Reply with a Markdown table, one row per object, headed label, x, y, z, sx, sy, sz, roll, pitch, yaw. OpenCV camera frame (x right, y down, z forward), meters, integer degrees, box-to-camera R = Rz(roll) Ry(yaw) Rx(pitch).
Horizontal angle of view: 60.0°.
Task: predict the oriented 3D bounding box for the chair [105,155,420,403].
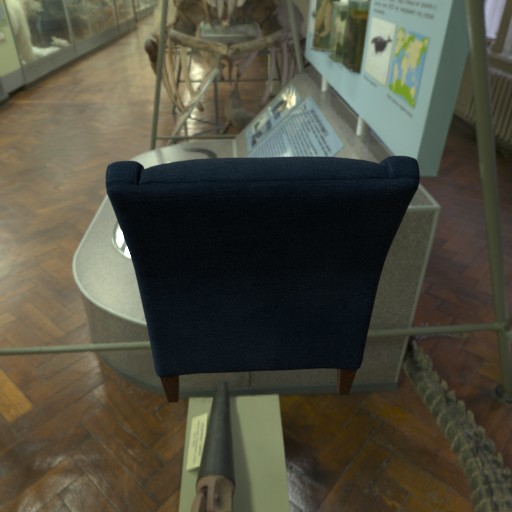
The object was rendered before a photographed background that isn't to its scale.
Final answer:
| label | x | y | z | sx | sy | sz | roll | pitch | yaw |
| --- | --- | --- | --- | --- | --- | --- | --- | --- | --- |
| chair | 0.000 | 0.000 | 1.648 | 0.774 | 1.014 | 0.870 | -2 | 32 | -3 |
